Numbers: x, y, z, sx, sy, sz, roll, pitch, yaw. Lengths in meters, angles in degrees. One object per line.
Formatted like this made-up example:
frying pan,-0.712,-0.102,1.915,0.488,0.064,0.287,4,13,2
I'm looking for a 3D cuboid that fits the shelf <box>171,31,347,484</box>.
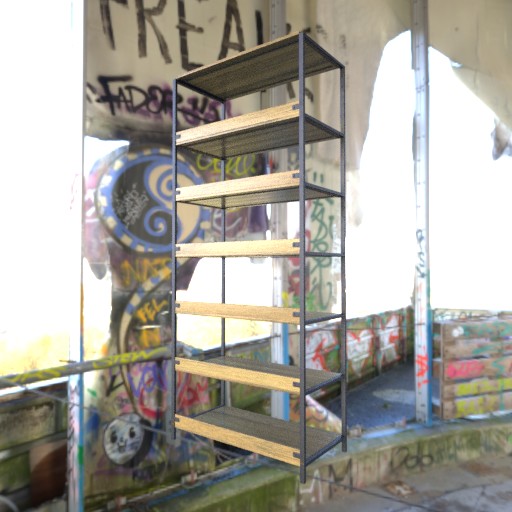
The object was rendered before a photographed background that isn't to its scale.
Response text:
shelf,0.000,0.000,2.385,0.847,2.015,0.431,-1,-2,37
